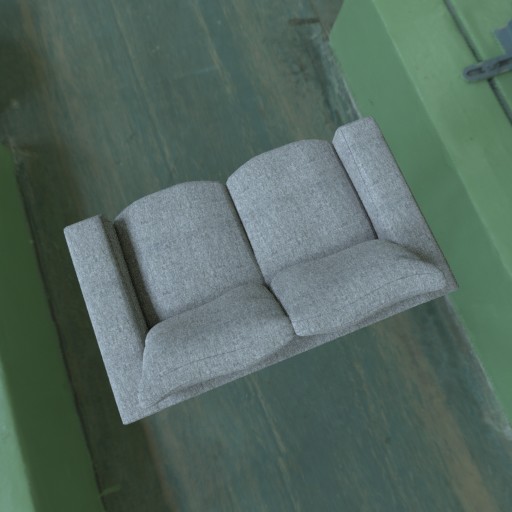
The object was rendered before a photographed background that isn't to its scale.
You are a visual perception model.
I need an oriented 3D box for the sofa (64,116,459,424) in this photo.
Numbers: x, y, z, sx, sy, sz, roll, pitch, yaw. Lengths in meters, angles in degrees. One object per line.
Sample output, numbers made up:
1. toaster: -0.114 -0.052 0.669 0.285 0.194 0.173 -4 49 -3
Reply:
1. sofa: 0.000 0.000 2.336 1.758 0.877 1.094 -21 78 -5
